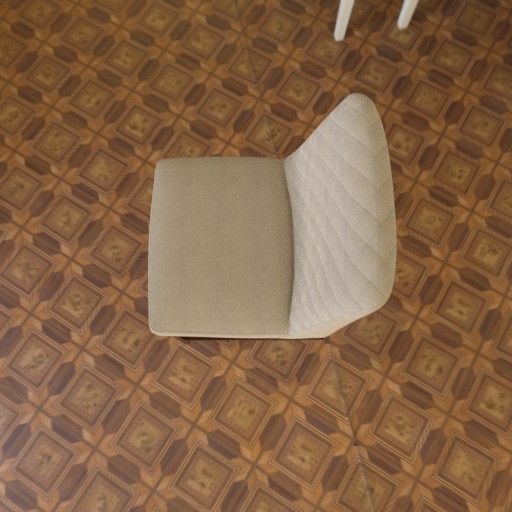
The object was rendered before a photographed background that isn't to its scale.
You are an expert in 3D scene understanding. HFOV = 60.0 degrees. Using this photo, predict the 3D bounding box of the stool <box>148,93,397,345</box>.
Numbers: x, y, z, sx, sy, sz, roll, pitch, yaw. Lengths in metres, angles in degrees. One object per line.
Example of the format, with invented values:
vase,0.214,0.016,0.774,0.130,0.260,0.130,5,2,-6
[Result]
stool,0.000,0.000,1.330,0.576,0.973,0.507,0,75,0
